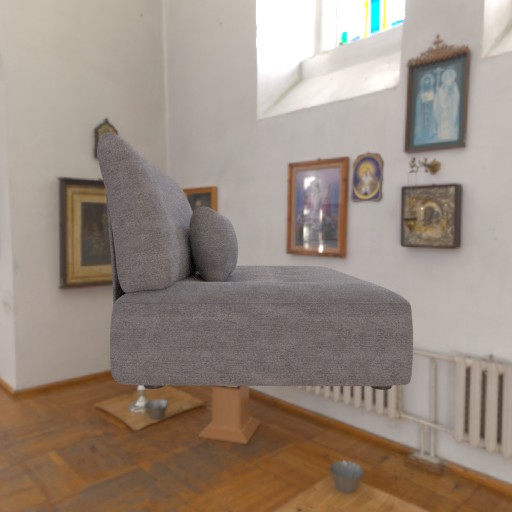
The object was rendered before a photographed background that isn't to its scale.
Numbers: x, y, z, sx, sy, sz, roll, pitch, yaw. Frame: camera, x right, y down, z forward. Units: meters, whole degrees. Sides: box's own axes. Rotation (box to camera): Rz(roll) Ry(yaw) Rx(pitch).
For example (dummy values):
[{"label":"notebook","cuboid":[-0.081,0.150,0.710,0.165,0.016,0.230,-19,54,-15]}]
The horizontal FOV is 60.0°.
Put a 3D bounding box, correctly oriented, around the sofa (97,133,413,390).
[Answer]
[{"label":"sofa","cuboid":[0.000,0.000,2.073,1.002,0.820,1.450,0,2,1]}]
